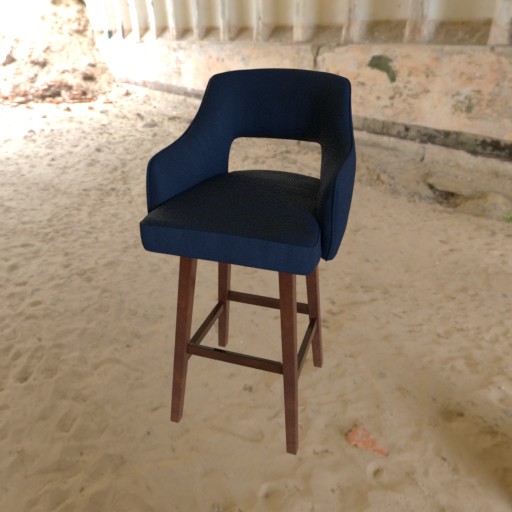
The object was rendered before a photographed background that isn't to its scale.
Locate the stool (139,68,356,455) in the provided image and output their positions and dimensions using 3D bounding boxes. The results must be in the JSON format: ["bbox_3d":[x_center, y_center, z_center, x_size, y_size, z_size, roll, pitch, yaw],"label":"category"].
[{"bbox_3d":[0.000,0.000,1.377,0.550,1.041,0.560,8,28,16],"label":"stool"}]
